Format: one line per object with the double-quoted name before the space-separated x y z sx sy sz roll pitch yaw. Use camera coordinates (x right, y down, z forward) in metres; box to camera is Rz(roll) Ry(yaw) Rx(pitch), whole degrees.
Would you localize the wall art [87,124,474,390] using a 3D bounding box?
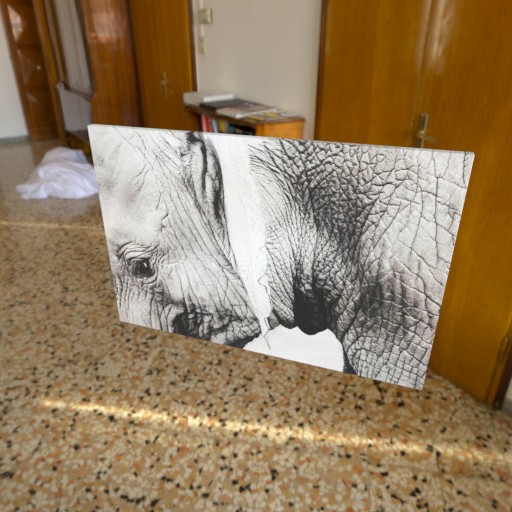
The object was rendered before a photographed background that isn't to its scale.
"wall art" 0.000 0.000 1.148 0.914 0.607 0.023 9 28 17
